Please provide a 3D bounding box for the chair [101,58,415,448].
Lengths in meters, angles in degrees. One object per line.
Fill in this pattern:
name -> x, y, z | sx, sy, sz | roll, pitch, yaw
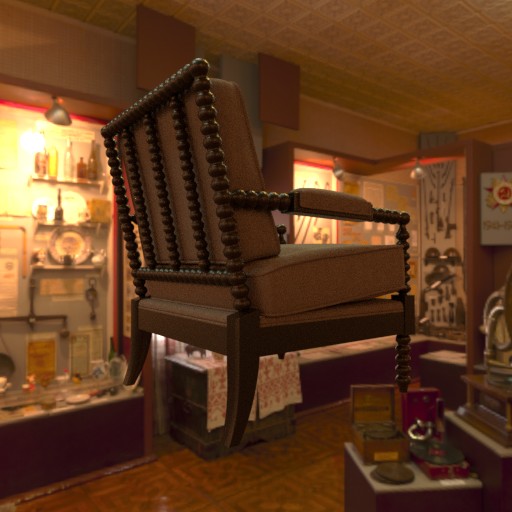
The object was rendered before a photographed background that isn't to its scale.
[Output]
chair -> 0.000, 0.000, 1.102 | 0.622, 0.661, 0.540 | 1, -1, -37
